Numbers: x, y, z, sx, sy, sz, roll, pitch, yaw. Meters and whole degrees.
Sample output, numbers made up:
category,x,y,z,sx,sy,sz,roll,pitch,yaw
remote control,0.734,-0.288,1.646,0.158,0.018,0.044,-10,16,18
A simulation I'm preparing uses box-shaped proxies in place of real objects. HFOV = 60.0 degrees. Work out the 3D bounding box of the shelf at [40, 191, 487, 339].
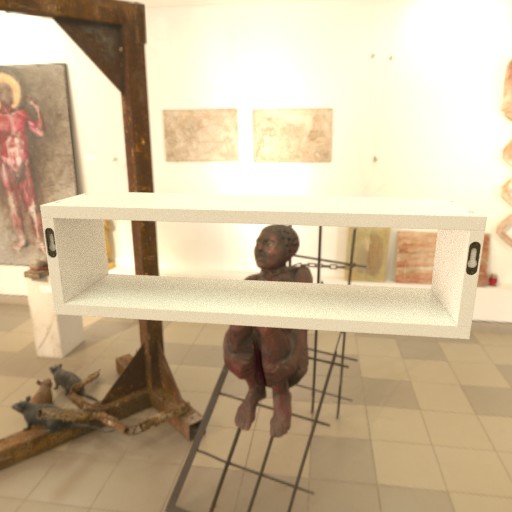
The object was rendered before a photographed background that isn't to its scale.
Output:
category,x,y,z,sx,sy,sz,roll,pitch,yaw
shelf,0.000,0.000,0.694,0.610,0.170,0.150,2,16,8
